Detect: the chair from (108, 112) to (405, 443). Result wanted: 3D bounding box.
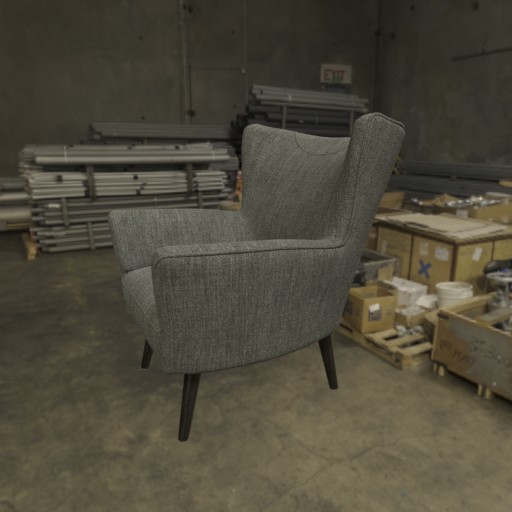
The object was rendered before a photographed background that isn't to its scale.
[{"bbox_3d":[0.000,0.000,1.567,0.888,0.933,0.781,-7,16,-26],"label":"chair"}]
